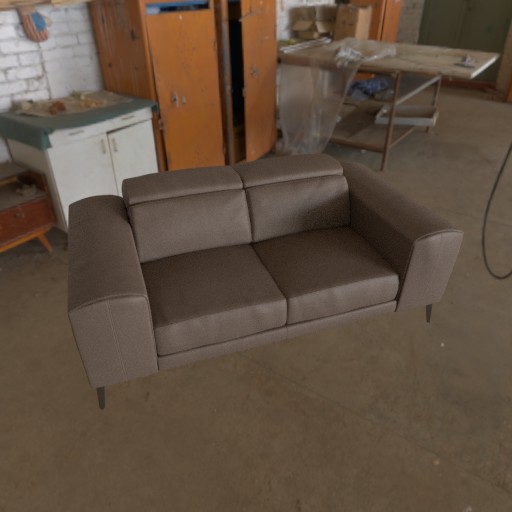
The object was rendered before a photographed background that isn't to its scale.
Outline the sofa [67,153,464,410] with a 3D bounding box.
[{"bbox_3d":[0.000,0.000,2.457,1.895,0.779,1.003,-11,34,-16],"label":"sofa"}]
